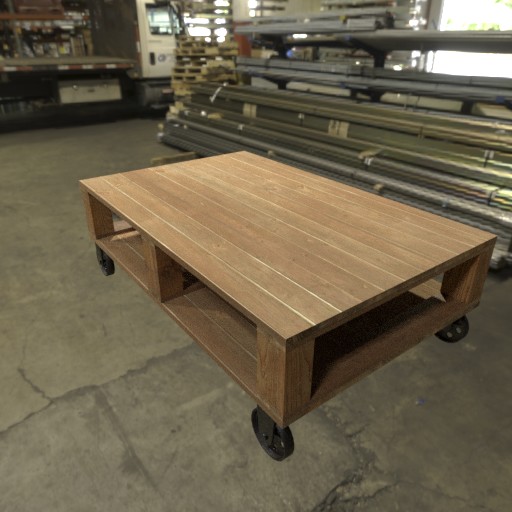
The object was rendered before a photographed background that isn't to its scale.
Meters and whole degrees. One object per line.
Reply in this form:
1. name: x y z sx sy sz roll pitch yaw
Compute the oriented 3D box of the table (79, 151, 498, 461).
1. table: 0.000 0.000 1.656 0.827 0.413 1.299 -19 33 -32
